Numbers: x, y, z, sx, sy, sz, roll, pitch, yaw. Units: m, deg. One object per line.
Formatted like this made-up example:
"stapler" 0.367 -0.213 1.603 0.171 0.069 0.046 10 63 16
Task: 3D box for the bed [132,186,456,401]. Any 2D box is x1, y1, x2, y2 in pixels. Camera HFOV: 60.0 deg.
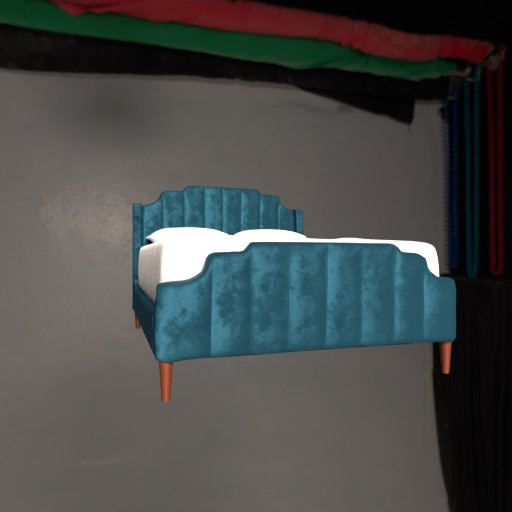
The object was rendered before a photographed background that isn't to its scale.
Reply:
"bed" 0.000 0.000 3.304 1.678 1.338 2.322 0 0 -18
